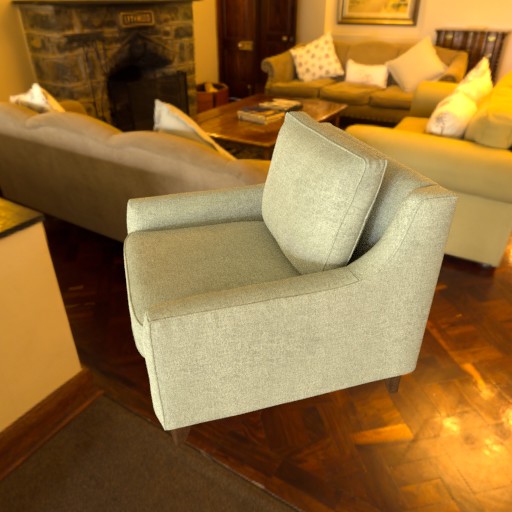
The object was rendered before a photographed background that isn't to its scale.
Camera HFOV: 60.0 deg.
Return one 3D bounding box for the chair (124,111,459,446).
[{"bbox_3d":[0.000,0.000,1.595,0.918,0.864,0.838,-9,32,-15],"label":"chair"}]
